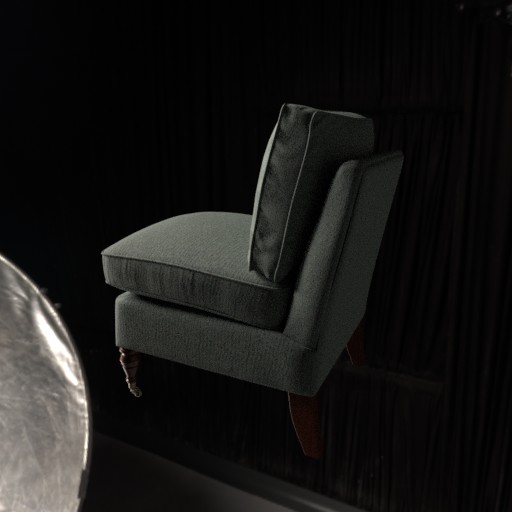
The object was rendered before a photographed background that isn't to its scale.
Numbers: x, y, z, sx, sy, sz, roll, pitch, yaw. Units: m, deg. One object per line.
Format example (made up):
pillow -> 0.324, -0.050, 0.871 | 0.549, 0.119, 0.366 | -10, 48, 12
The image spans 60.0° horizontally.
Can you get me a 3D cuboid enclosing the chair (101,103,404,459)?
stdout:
chair -> 0.000, 0.000, 1.438 | 0.796, 0.901, 0.624 | 7, 18, 25
